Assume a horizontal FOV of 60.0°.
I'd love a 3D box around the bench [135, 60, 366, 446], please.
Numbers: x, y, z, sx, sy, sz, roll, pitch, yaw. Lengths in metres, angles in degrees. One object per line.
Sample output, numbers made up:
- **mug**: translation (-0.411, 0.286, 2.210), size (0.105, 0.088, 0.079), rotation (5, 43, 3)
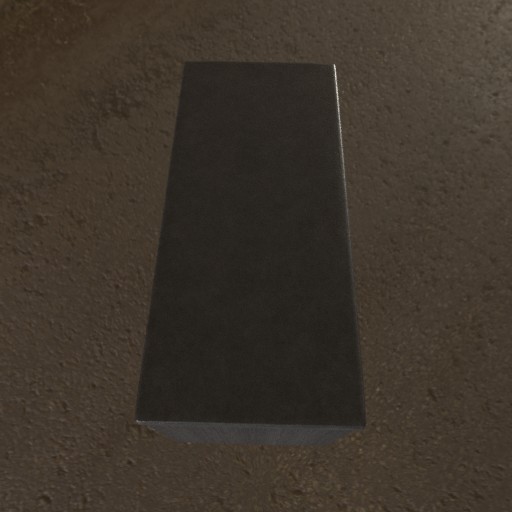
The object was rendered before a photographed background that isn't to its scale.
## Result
- **bench**: translation (0.000, 0.000, 1.180), size (0.401, 0.501, 0.905), rotation (1, 63, 1)
